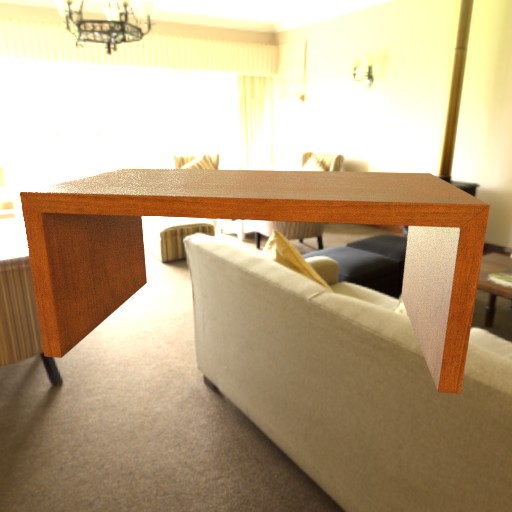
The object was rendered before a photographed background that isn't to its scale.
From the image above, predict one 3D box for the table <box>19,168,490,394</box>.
[{"bbox_3d":[0.000,0.000,1.246,1.000,0.419,0.549,3,17,9],"label":"table"}]
